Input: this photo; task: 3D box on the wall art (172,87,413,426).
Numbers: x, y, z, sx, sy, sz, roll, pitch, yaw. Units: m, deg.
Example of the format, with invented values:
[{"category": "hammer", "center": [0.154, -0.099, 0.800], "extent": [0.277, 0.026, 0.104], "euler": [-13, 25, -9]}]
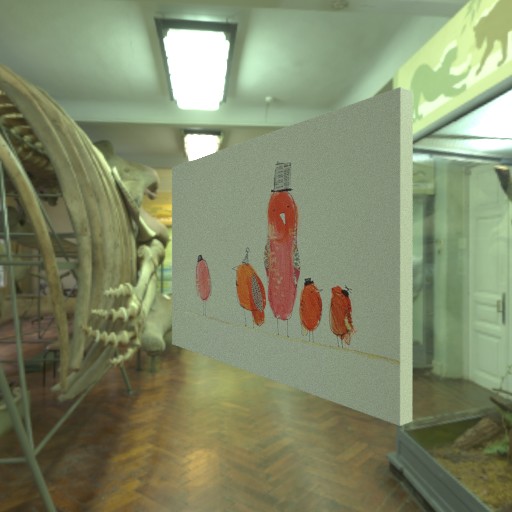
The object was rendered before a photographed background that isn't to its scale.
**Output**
[{"category": "wall art", "center": [0.000, 0.000, 1.173], "extent": [0.038, 0.609, 0.914], "euler": [0, 0, -37]}]
